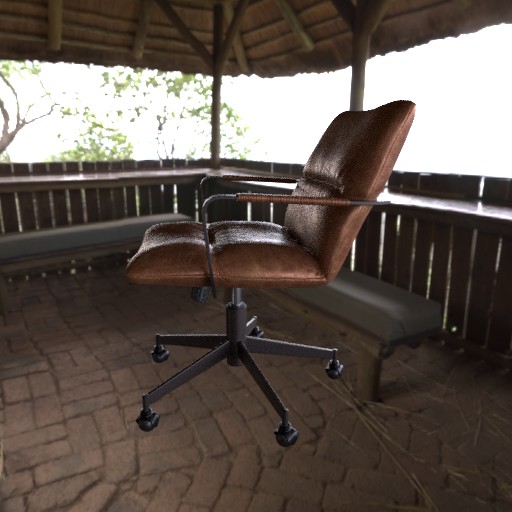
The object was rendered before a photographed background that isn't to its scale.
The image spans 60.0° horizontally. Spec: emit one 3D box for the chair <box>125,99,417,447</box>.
[{"bbox_3d":[0.000,0.000,1.424,0.754,0.922,0.727,-2,15,-7],"label":"chair"}]
